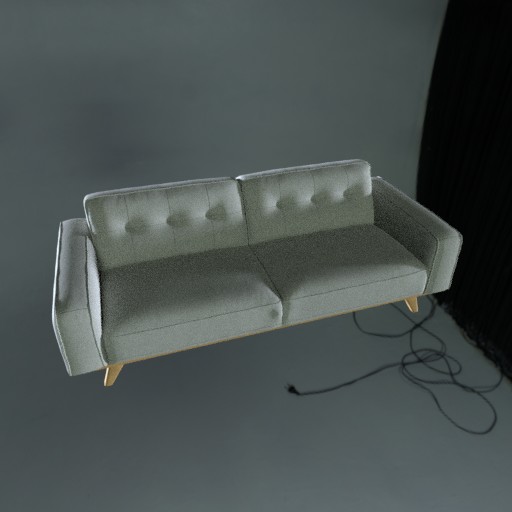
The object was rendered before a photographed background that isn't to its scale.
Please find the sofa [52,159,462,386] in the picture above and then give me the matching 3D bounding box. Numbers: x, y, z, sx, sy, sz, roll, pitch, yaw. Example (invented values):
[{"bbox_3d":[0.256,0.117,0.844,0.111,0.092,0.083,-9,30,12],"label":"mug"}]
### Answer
[{"bbox_3d":[0.000,0.000,2.739,2.270,0.781,0.956,-10,34,-15],"label":"sofa"}]
